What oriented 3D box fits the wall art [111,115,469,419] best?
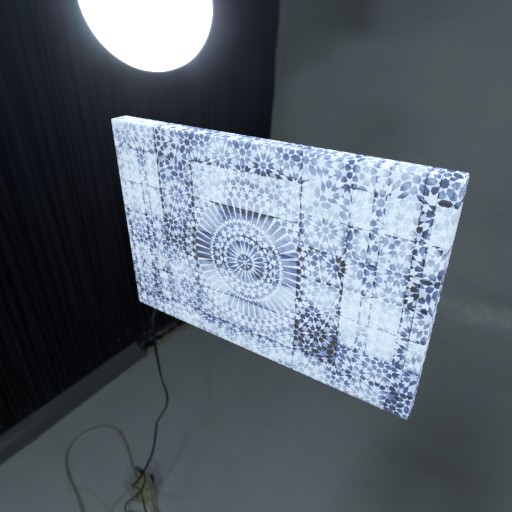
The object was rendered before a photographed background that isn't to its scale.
[{"bbox_3d":[0.000,0.000,1.164,0.911,0.608,0.057,18,34,28],"label":"wall art"}]
